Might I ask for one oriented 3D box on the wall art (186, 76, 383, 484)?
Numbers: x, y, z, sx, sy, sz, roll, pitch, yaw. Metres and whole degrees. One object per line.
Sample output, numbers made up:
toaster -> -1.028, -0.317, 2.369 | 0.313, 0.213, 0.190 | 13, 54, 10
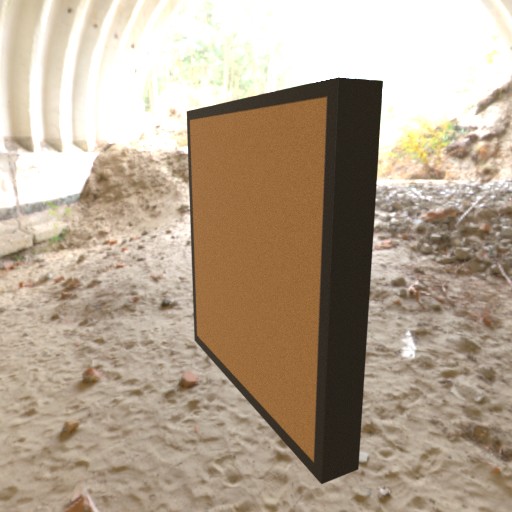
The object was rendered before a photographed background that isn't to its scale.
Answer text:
wall art -> 0.000, 0.000, 0.456 | 0.038, 0.304, 0.304 | -7, 15, -26
